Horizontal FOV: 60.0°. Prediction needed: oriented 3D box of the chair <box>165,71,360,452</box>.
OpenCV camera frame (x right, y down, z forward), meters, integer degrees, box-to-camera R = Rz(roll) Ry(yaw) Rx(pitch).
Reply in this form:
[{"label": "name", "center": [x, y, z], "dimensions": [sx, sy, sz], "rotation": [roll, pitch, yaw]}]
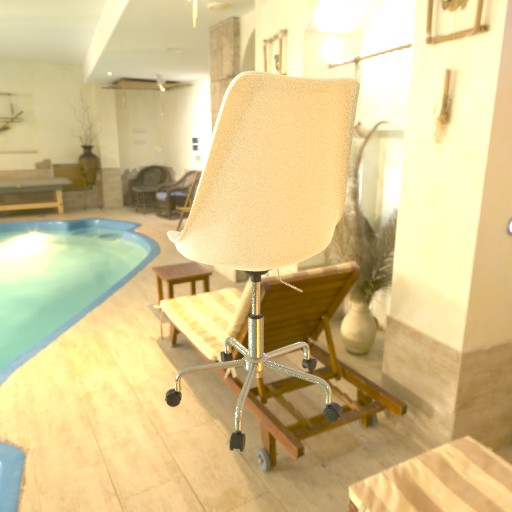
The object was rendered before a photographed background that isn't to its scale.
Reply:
[{"label": "chair", "center": [0.000, 0.000, 1.292], "dimensions": [0.550, 0.930, 0.550], "rotation": [-7, 16, -24]}]
